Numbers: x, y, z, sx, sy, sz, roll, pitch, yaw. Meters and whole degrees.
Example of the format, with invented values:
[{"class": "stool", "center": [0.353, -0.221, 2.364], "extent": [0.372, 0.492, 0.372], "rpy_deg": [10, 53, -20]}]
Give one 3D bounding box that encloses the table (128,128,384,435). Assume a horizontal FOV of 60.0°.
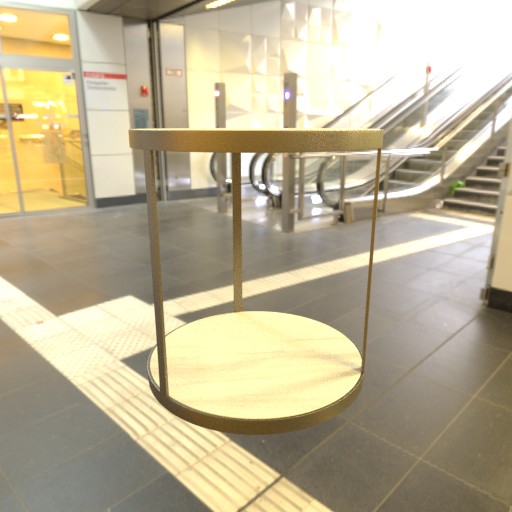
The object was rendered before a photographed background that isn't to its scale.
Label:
[{"class": "table", "center": [0.000, 0.000, 0.869], "extent": [0.445, 0.479, 0.445], "rpy_deg": [0, 16, 0]}]
